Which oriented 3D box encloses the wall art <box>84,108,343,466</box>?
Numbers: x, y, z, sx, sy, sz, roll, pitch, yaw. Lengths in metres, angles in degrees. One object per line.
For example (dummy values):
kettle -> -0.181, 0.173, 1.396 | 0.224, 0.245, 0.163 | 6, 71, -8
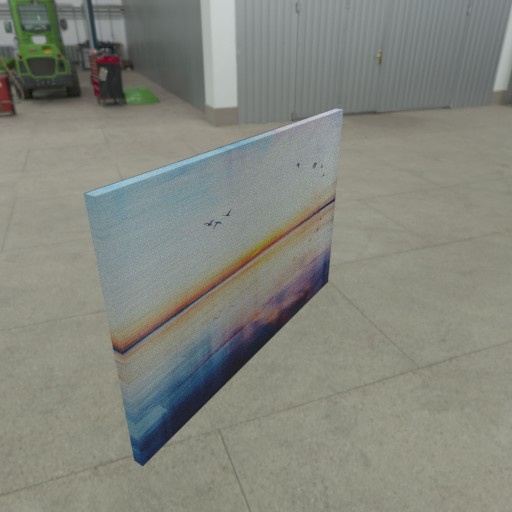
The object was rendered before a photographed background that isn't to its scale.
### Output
wall art -> 0.000, 0.000, 0.759 | 0.018, 0.402, 0.604 | 17, 32, 29
